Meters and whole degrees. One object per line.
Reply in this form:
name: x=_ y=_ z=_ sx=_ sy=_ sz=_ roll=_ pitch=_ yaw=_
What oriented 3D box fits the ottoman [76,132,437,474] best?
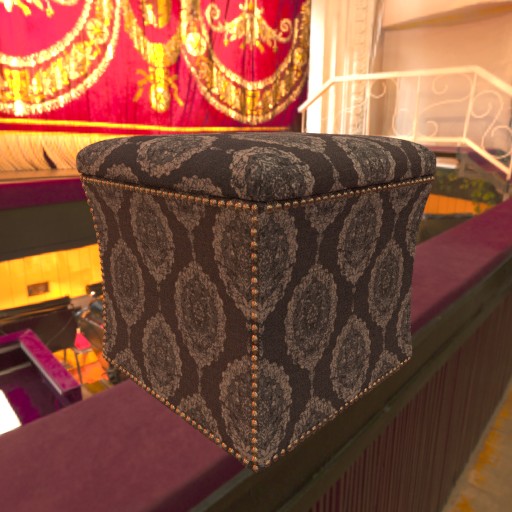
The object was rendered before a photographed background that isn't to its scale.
ottoman: x=0.000 y=0.000 z=0.882 sx=0.497 sy=0.475 sz=0.507 roll=-15 pitch=22 yaw=-43
